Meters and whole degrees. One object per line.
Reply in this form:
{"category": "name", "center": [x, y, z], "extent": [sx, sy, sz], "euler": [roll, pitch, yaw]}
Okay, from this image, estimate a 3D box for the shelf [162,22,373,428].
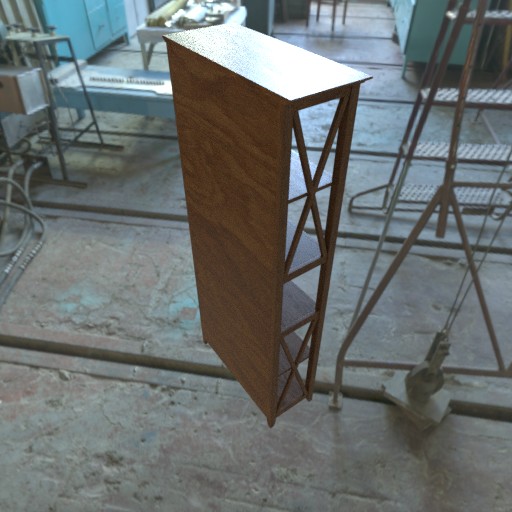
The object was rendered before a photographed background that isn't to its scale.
{"category": "shelf", "center": [0.000, 0.000, 2.197], "extent": [0.335, 1.905, 0.805], "euler": [-25, 47, -26]}
